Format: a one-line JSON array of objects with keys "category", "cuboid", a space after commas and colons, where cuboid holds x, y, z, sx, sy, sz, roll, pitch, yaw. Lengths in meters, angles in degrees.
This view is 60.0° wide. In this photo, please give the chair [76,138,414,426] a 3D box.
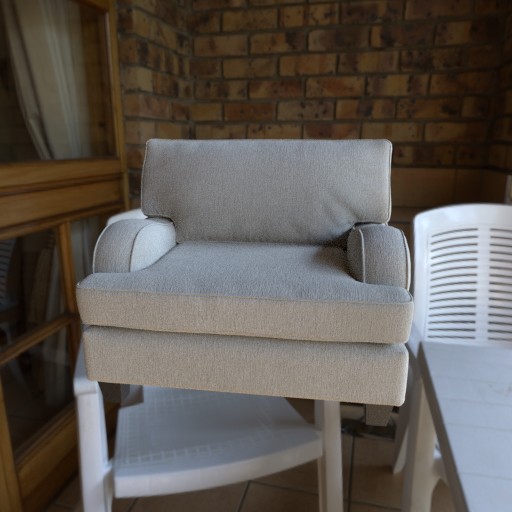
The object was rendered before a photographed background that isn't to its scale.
[{"category": "chair", "cuboid": [0.000, 0.000, 1.983, 1.220, 1.016, 1.041, 2, 15, 8]}]
